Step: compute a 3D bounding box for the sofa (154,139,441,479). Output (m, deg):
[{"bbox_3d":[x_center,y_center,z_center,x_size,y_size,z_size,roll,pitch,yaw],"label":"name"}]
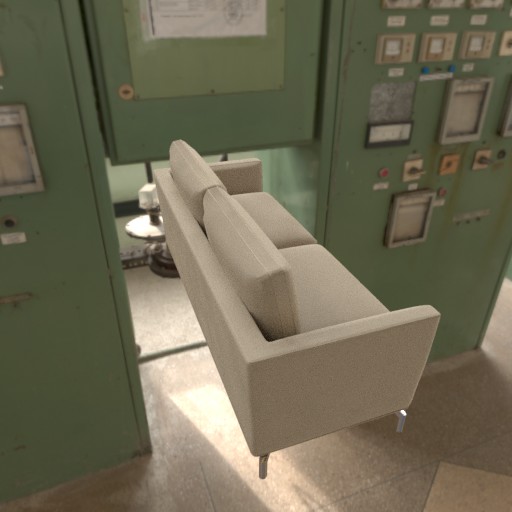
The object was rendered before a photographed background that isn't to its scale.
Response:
[{"bbox_3d":[0.000,0.000,2.713,0.868,1.005,2.214,-10,32,-17],"label":"sofa"}]
